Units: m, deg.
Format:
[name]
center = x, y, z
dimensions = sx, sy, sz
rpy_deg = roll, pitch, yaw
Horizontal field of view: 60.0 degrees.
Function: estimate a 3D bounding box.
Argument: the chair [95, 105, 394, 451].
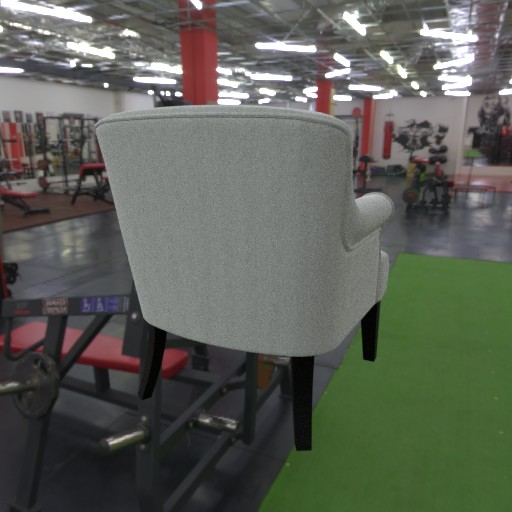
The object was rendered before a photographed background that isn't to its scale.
[chair]
center = 0.000, 0.000, 1.422
dimensions = 0.781, 0.875, 0.750
rpy_deg = 7, 16, 26
